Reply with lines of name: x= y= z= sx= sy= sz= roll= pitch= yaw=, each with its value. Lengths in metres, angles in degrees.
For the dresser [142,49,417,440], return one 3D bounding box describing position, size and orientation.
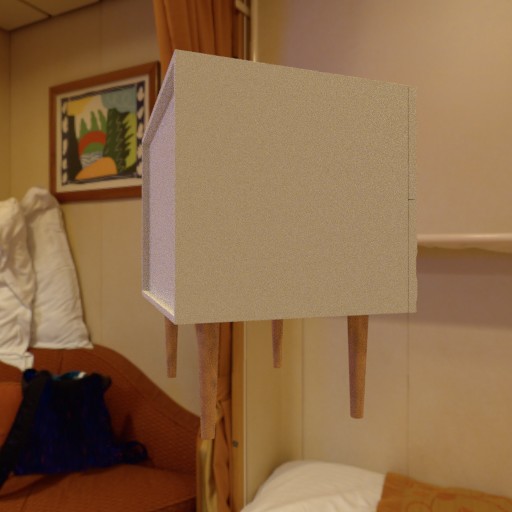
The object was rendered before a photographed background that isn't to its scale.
dresser: x=0.000 y=0.000 z=0.915 sx=0.414 sy=0.568 sz=0.503 roll=0 pitch=0 yaw=-19
